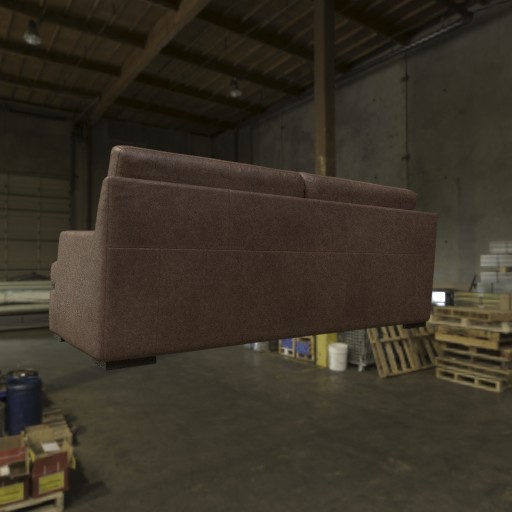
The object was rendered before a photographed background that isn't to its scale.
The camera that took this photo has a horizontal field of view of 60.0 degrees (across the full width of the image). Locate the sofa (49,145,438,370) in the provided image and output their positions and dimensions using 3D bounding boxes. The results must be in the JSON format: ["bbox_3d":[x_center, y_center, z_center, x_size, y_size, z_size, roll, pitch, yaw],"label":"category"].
[{"bbox_3d":[0.000,0.000,2.761,2.261,0.941,1.143,1,-1,-36],"label":"sofa"}]
